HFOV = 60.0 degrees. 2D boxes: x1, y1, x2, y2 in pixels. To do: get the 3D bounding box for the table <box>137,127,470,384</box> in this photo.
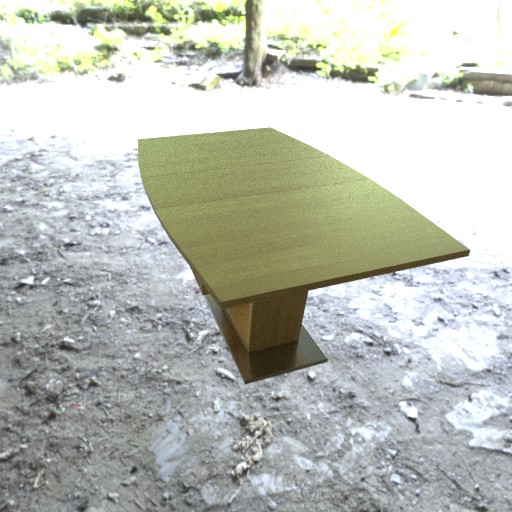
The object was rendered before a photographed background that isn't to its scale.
[{"bbox_3d":[0.000,0.000,2.039,0.900,0.748,1.598,-10,31,-17],"label":"table"}]
